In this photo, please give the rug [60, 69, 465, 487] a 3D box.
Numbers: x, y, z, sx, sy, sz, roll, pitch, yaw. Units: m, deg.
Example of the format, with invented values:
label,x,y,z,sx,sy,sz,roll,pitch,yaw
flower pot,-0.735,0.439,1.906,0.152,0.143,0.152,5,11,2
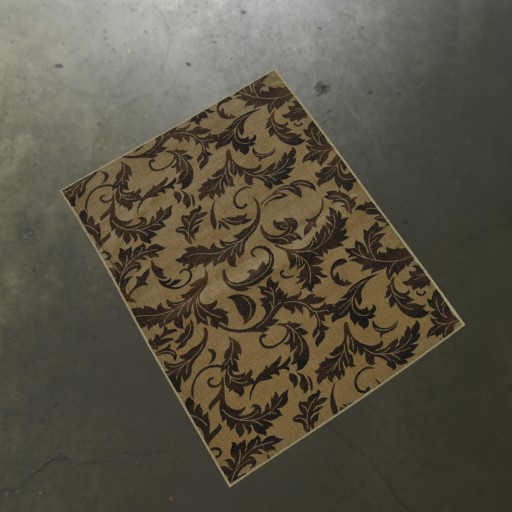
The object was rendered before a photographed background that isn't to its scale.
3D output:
label,x,y,z,sx,sy,sz,roll,pitch,yaw
rug,0.000,0.000,3.925,2.380,0.008,2.977,-32,79,-7
